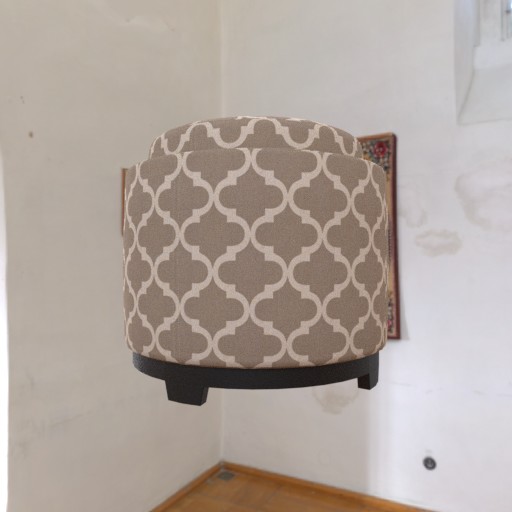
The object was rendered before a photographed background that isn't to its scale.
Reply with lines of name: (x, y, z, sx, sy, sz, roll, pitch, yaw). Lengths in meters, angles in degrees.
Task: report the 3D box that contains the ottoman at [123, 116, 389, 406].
ottoman: (0.000, 0.000, 0.836, 0.480, 0.429, 0.480, 0, -1, 0)
